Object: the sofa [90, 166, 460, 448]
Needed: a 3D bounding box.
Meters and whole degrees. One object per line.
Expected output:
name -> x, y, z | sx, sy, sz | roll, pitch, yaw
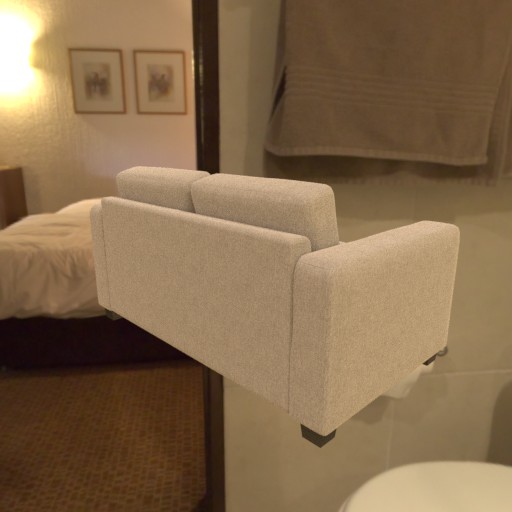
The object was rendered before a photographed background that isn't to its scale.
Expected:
sofa -> 0.000, 0.000, 2.058 | 0.900, 0.800, 1.540 | -15, 21, -42
